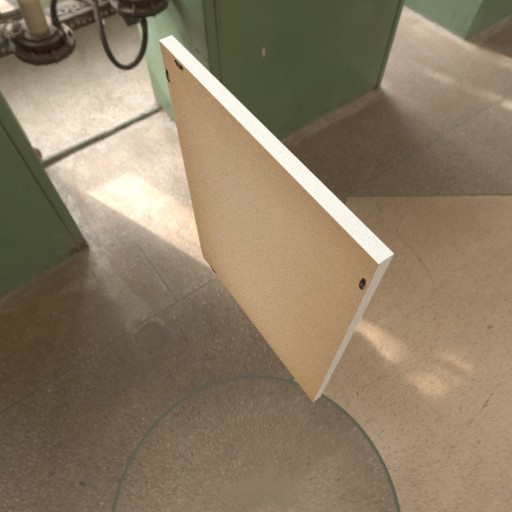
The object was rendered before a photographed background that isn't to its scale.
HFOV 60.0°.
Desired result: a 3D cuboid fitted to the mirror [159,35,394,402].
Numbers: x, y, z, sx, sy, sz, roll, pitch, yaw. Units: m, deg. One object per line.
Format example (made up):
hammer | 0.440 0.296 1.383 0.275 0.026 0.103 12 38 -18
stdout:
mirror | 0.000 0.000 1.348 0.041 1.016 0.762 -31 64 -17
